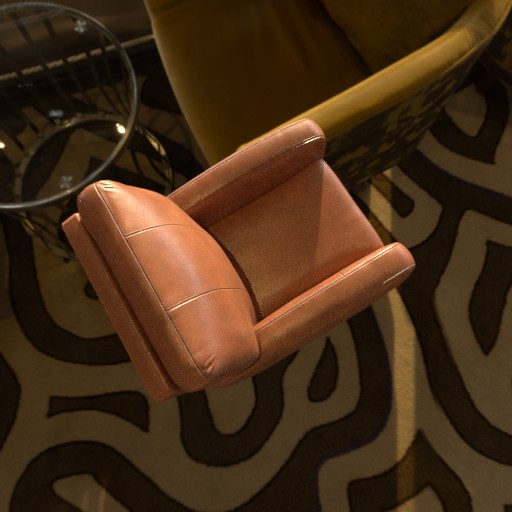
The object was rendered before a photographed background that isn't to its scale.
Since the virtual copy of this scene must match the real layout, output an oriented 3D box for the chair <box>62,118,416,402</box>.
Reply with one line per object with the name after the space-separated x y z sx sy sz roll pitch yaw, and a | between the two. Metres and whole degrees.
0.000 0.000 1.689 0.990 0.990 0.762 -30 78 -7 | chair
